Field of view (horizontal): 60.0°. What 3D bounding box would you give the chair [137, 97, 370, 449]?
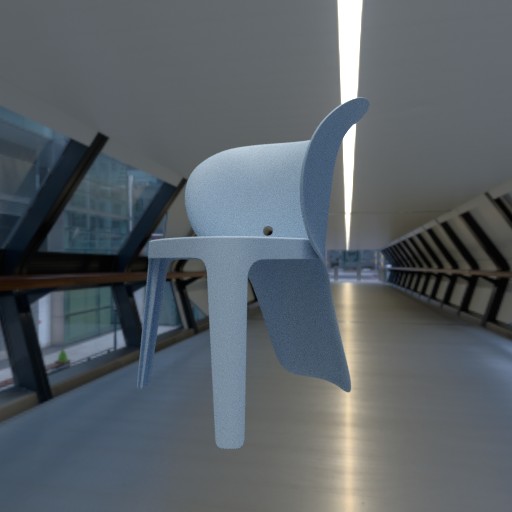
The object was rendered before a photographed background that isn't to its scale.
[{"bbox_3d":[0.000,0.000,0.878,0.402,0.554,0.451,0,0,-34],"label":"chair"}]
